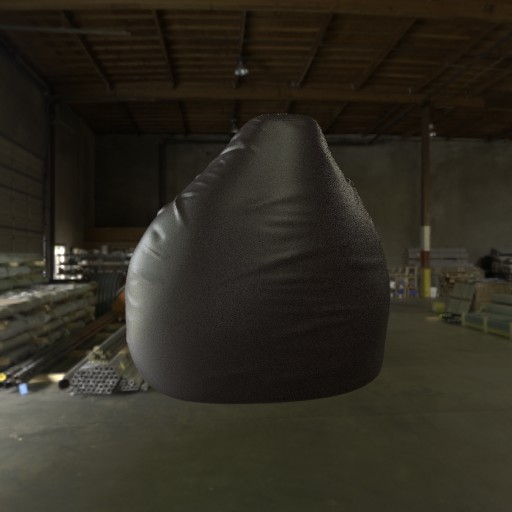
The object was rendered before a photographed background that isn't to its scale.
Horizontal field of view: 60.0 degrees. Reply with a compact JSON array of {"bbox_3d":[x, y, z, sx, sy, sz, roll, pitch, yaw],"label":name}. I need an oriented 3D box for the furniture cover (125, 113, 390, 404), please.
[{"bbox_3d":[0.000,0.000,1.878,1.070,0.990,1.070,0,0,-19],"label":"furniture cover"}]
